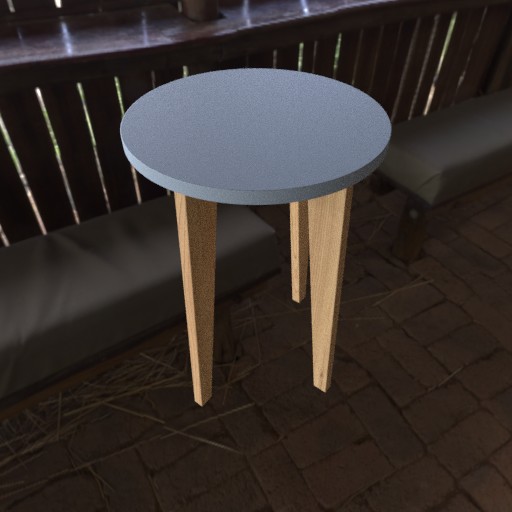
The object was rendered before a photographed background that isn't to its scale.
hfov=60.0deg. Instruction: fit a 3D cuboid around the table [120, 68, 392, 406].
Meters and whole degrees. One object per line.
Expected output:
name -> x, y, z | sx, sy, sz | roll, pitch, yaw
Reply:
table -> 0.000, 0.000, 0.754 | 0.350, 0.500, 0.350 | 0, 42, 0
